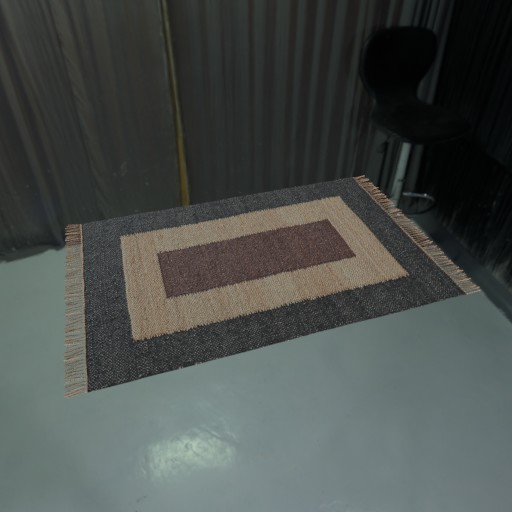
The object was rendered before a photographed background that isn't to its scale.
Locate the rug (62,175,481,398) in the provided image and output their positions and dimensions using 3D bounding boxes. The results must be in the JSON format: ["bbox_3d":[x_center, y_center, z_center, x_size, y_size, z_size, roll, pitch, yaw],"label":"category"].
[{"bbox_3d":[0.000,0.000,2.446,2.021,0.027,1.224,-12,41,-14],"label":"rug"}]
